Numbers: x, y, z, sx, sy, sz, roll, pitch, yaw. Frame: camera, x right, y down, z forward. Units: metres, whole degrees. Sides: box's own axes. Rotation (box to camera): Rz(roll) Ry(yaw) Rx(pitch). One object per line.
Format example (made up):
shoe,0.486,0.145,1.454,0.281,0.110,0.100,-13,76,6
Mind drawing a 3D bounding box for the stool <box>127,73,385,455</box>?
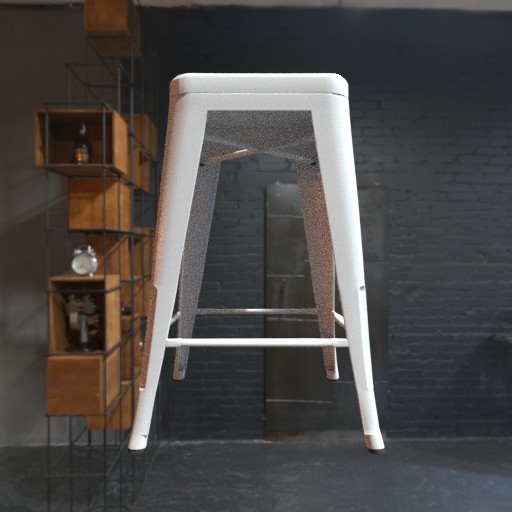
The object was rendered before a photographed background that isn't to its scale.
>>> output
stool,0.000,0.000,0.885,0.406,0.610,0.406,0,1,0
